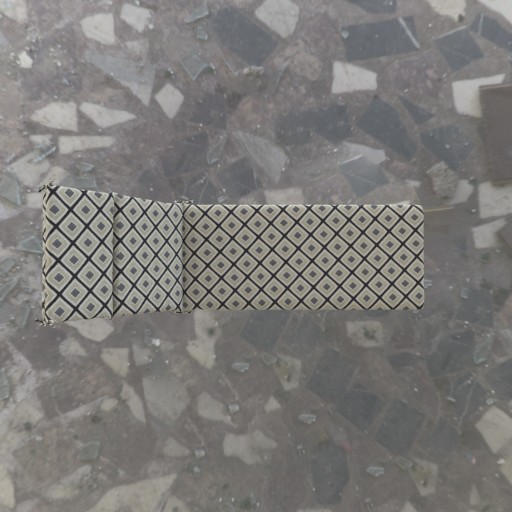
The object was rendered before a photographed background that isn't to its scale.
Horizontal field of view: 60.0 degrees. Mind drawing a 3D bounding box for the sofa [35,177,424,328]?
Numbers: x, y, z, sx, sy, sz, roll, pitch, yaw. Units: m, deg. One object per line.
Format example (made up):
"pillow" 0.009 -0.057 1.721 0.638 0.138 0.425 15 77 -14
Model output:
"sofa" 0.000 0.000 1.943 1.663 0.622 0.582 0 89 0
